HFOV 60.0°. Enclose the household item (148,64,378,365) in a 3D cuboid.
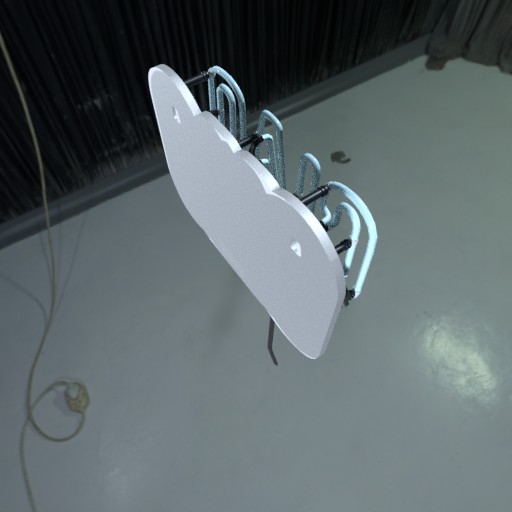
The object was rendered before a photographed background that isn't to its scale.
[{"bbox_3d":[0.000,0.000,0.383,0.042,0.294,0.211,-31,63,-18],"label":"household item"}]
